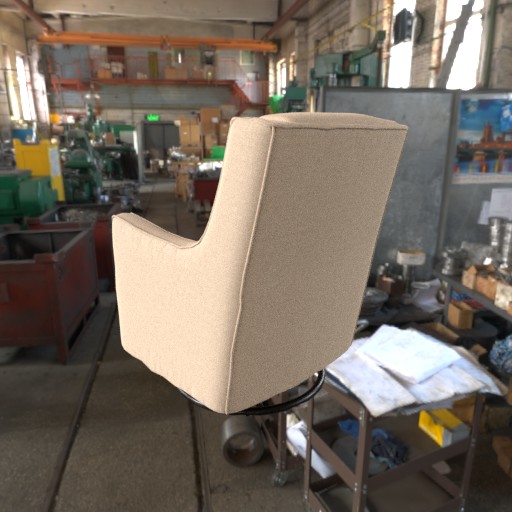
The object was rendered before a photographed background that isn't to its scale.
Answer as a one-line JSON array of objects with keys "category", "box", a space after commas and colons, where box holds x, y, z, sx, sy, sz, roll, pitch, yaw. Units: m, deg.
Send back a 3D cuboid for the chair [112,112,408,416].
[{"category": "chair", "box": [0.000, 0.000, 1.647, 0.732, 0.993, 0.879, -14, 21, -42]}]
